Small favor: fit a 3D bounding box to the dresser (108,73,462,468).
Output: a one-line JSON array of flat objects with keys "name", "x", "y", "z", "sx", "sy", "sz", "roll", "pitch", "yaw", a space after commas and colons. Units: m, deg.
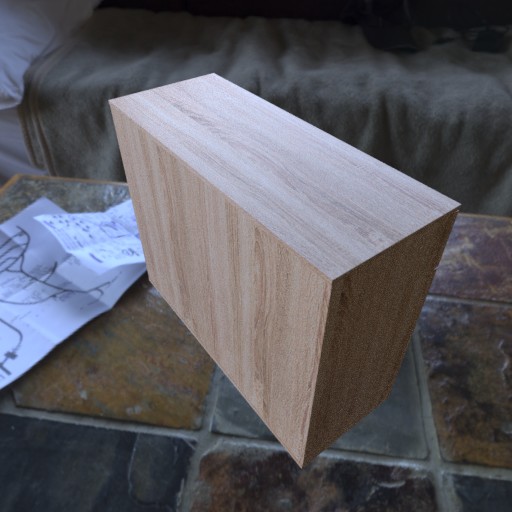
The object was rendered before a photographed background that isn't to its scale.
[{"name": "dresser", "x": 0.000, "y": 0.000, "z": 1.605, "sx": 0.450, "sy": 0.900, "sz": 1.100, "roll": -27, "pitch": 48, "yaw": -27}]
